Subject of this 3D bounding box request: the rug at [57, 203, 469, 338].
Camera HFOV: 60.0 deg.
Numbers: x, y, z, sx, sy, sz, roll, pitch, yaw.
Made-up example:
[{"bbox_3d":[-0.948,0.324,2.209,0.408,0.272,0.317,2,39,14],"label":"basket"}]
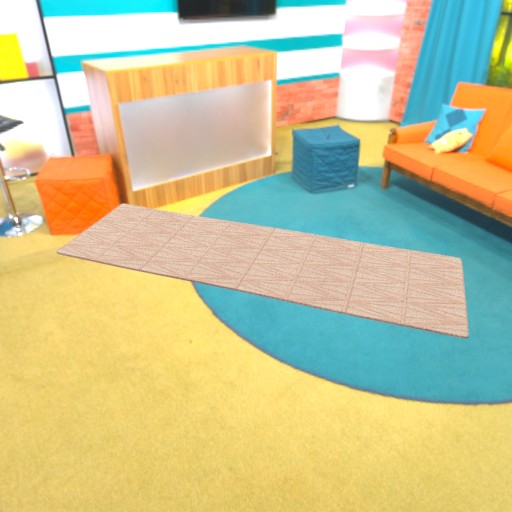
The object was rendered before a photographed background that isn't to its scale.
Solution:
[{"bbox_3d":[0.000,0.000,2.771,2.435,0.015,0.760,10,34,16],"label":"rug"}]
